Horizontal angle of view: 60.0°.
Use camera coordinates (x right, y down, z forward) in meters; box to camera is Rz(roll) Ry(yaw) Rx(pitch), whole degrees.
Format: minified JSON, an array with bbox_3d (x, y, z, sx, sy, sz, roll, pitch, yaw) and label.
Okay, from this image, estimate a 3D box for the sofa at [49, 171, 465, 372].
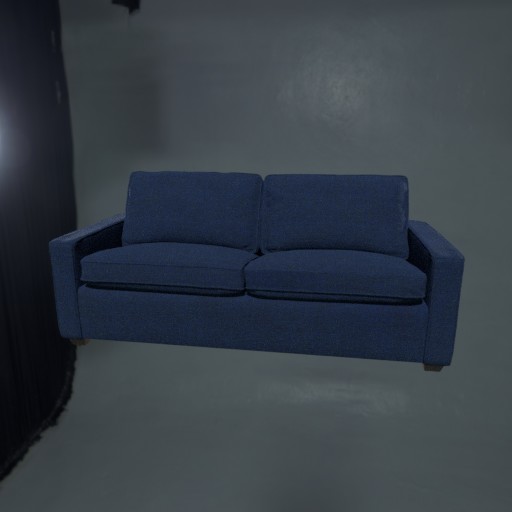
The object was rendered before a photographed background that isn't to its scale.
[{"bbox_3d":[0.000,0.000,2.597,2.080,0.919,0.940,2,16,8],"label":"sofa"}]
